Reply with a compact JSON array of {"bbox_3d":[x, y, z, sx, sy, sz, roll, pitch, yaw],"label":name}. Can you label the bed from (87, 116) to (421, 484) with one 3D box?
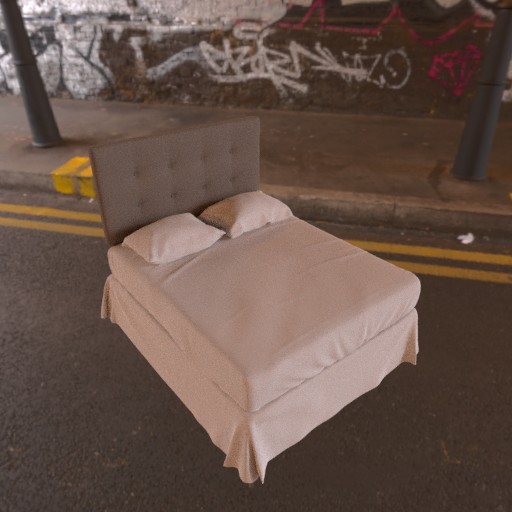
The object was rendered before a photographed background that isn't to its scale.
[{"bbox_3d":[0.000,0.000,3.472,1.936,1.577,2.222,-22,37,-33],"label":"bed"}]
